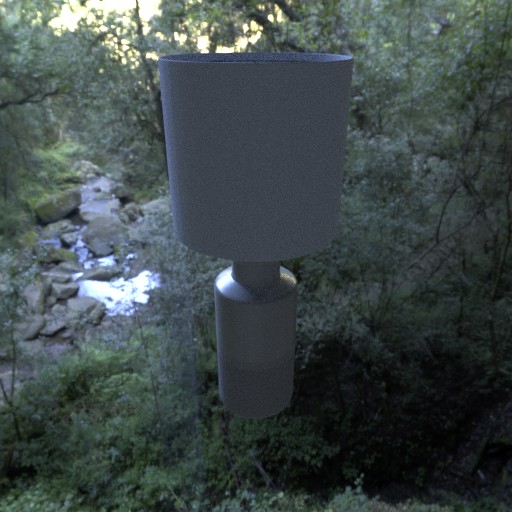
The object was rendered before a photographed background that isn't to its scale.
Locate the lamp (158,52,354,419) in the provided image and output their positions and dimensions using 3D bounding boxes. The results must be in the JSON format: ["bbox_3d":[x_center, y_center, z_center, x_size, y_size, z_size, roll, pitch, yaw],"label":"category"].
[{"bbox_3d":[0.000,0.000,0.600,0.212,0.493,0.212,0,27,-1],"label":"lamp"}]
